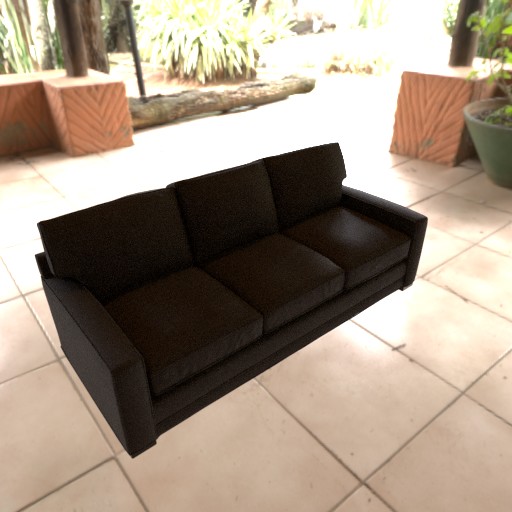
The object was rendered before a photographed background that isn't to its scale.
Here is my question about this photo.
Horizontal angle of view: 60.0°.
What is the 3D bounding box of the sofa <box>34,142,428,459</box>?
[{"bbox_3d":[0.000,0.000,2.859,2.369,0.978,1.004,-23,38,-33],"label":"sofa"}]
